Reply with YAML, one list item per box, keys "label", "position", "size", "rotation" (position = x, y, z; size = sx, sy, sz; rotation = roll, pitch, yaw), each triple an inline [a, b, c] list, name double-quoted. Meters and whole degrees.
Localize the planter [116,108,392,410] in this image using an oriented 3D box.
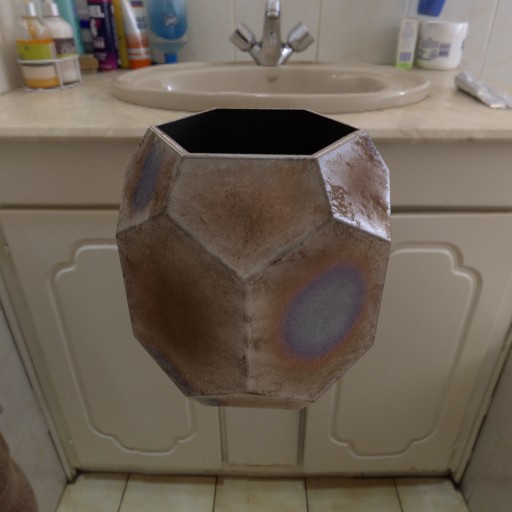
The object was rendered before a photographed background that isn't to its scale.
- label: "planter"
  position: [0.000, 0.000, 0.415]
  size: [0.221, 0.238, 0.243]
  rotation: [2, 30, 3]
